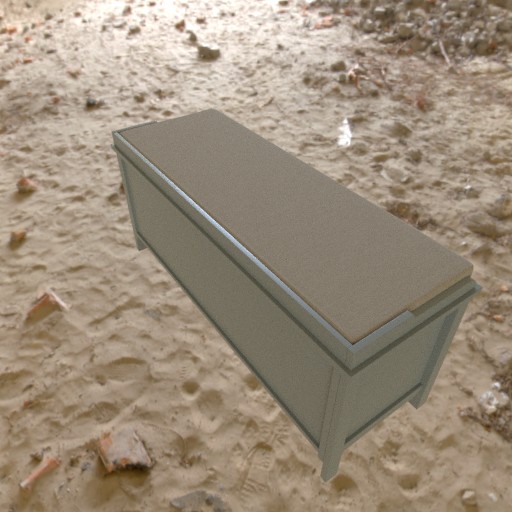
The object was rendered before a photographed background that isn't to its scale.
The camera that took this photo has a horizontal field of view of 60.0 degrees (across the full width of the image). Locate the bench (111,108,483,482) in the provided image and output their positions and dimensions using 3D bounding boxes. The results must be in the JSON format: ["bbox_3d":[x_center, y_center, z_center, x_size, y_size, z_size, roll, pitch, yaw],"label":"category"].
[{"bbox_3d":[0.000,0.000,1.359,0.398,0.501,1.140,-24,45,-26],"label":"bench"}]
